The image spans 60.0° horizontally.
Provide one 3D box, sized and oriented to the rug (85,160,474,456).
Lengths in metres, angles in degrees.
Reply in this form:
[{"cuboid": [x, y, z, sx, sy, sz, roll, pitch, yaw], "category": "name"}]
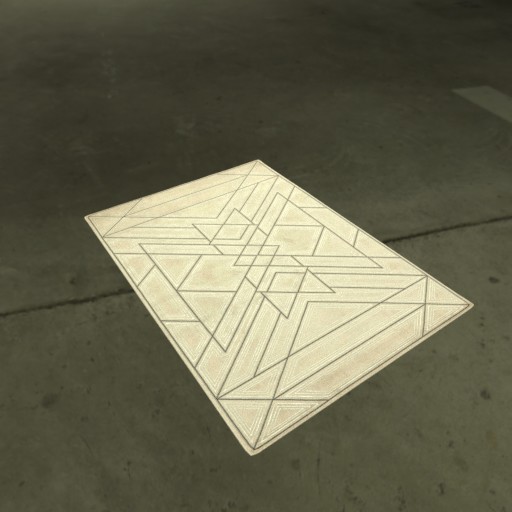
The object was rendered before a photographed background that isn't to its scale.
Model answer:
[{"cuboid": [0.000, 0.000, 4.509, 2.436, 0.026, 3.381, -24, 45, -26], "category": "rug"}]
